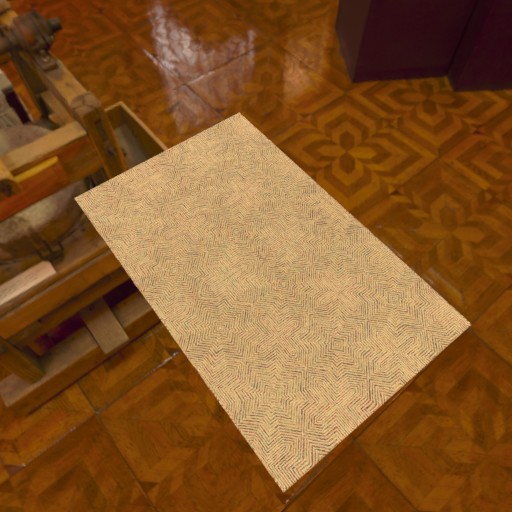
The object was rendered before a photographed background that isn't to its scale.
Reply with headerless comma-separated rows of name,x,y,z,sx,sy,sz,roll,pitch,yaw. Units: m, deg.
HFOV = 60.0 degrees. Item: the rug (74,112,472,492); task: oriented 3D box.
rug,0.000,0.000,3.014,1.519,0.007,2.428,-33,64,-19
